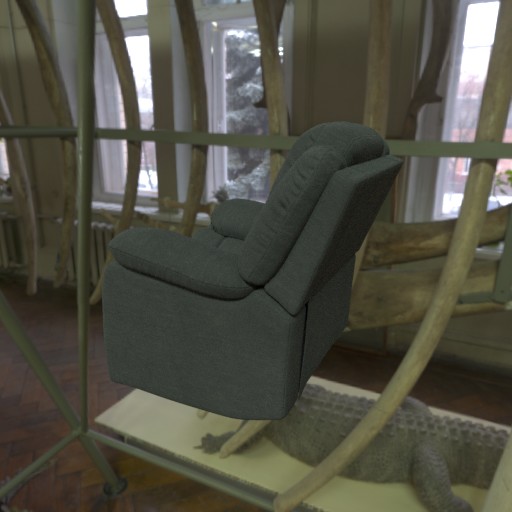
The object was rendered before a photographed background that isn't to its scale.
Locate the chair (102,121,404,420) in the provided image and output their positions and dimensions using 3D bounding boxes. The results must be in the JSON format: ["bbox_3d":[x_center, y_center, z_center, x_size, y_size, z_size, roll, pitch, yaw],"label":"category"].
[{"bbox_3d":[0.000,0.000,1.739,0.944,1.008,0.899,8,18,25],"label":"chair"}]
